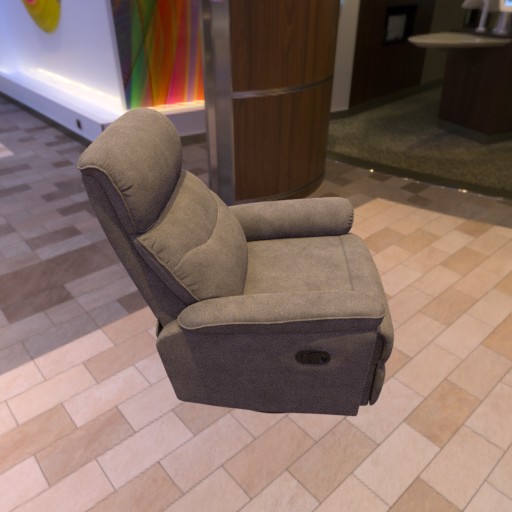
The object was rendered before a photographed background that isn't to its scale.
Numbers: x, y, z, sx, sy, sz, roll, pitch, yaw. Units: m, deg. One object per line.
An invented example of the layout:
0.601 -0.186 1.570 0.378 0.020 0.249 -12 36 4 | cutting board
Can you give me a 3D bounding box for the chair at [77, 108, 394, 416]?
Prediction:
0.000 0.000 1.712 1.009 1.036 0.830 1 33 2 | chair
